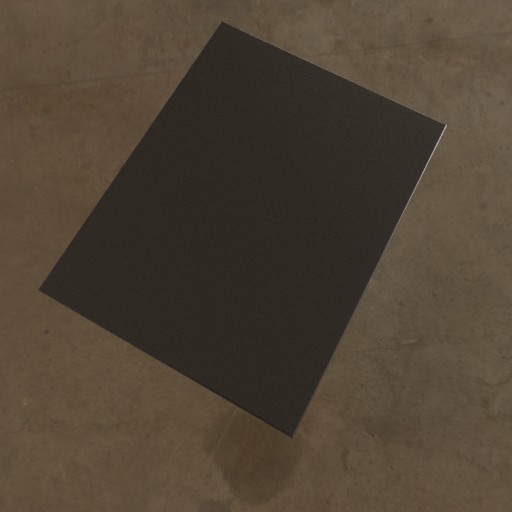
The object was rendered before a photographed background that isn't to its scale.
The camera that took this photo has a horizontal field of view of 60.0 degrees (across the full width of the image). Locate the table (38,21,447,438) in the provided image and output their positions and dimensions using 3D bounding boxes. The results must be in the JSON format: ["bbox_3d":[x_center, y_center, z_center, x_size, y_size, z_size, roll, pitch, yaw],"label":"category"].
[{"bbox_3d":[0.000,0.000,1.021,0.451,0.646,0.564,28,77,7],"label":"table"}]
